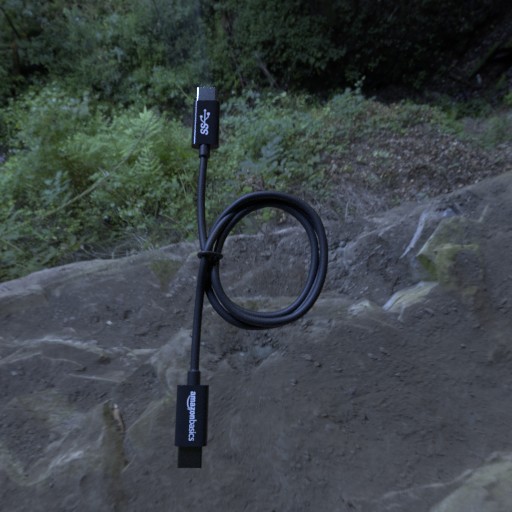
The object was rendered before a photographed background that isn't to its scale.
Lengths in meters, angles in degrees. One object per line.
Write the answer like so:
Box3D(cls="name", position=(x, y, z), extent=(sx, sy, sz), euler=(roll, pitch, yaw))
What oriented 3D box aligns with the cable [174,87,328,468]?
Box3D(cls="cable", position=(0.000, 0.000, 0.210), extent=(0.070, 0.014, 0.186), euler=(0, 75, 0))
